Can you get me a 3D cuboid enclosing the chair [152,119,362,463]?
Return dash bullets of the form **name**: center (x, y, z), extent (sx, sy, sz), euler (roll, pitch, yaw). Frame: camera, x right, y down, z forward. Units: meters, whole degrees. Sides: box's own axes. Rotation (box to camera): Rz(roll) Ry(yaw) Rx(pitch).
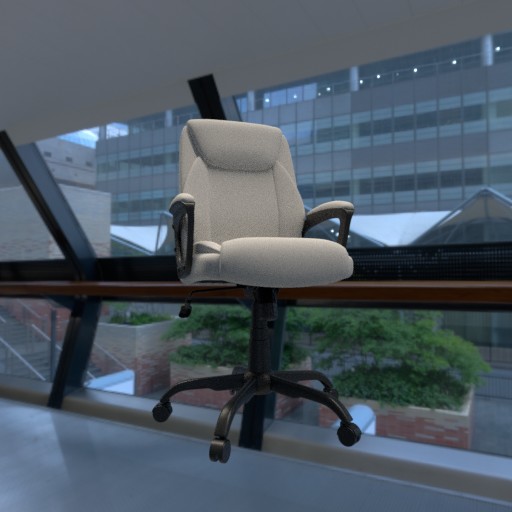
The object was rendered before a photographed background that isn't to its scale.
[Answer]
- **chair**: center (0.000, 0.000, 1.472), extent (0.663, 1.065, 0.669), euler (0, -2, -17)
